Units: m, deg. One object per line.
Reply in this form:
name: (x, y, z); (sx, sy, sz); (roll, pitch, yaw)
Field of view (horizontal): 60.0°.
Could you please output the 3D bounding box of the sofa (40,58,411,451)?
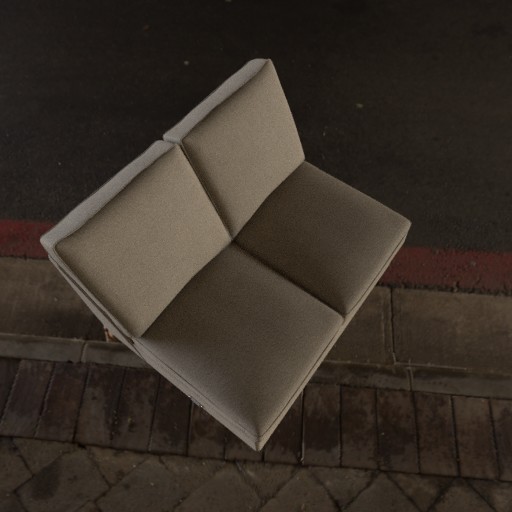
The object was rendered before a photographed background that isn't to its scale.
sofa: (0.000, 0.000, 1.980); (0.978, 1.006, 1.232); (33, 65, 18)
